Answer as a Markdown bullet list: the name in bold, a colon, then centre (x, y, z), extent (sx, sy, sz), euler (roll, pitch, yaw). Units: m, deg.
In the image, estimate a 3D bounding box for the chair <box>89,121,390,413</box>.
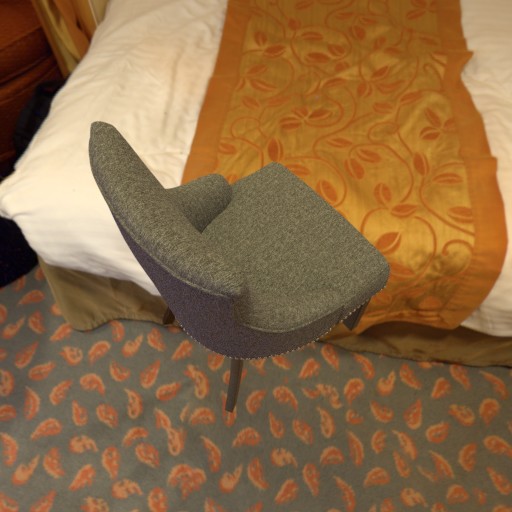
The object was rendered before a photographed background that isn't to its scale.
- **chair**: centre (0.000, 0.000, 1.278), extent (0.629, 0.909, 0.566), euler (-34, 64, -19)
